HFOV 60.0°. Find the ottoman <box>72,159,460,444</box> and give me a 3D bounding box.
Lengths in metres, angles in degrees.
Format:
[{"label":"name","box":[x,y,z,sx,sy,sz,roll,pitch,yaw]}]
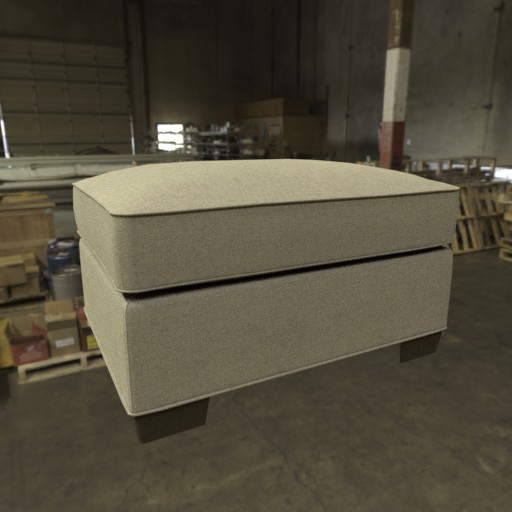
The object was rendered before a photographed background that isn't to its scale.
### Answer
[{"label":"ottoman","box":[0.000,0.000,1.203,0.843,0.504,0.619,-8,17,-27]}]
